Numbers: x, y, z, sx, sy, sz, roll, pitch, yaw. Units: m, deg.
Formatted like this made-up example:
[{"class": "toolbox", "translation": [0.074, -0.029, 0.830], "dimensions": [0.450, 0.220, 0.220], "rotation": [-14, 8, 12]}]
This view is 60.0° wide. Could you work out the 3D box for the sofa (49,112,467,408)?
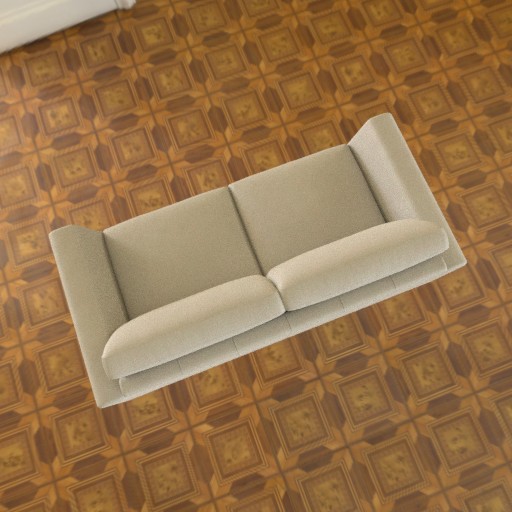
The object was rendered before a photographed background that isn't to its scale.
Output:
[{"class": "sofa", "translation": [0.000, 0.000, 2.480], "dimensions": [2.017, 0.875, 0.953], "rotation": [-21, 77, -5]}]
